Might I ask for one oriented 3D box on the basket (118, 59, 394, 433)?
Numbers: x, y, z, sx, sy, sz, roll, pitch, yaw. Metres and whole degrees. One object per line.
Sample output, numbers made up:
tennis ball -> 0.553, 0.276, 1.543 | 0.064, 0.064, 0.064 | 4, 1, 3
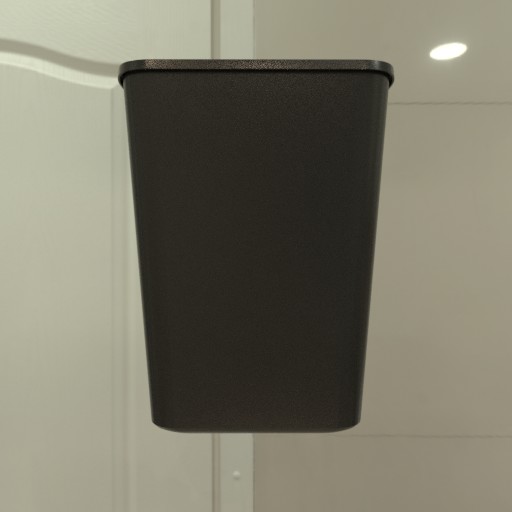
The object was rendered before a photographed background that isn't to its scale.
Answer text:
basket -> 0.000, 0.000, 0.728 | 0.394, 0.521, 0.287 | 0, 0, 0
